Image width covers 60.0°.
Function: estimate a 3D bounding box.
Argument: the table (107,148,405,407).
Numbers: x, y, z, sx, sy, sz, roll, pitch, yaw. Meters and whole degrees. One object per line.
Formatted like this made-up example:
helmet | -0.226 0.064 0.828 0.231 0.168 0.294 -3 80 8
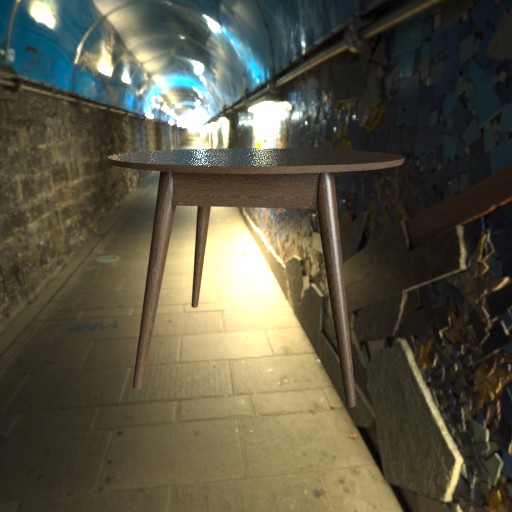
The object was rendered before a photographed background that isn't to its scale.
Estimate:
table | 0.000 0.000 1.760 1.053 0.786 1.053 0 16 0
